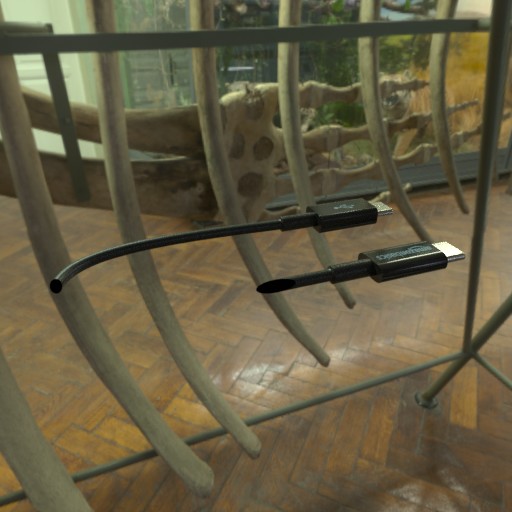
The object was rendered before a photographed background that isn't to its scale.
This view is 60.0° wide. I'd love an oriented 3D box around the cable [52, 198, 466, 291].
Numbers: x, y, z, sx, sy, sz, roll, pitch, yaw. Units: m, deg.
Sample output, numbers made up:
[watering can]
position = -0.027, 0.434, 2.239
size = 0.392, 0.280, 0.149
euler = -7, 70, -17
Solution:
[cable]
position = 0.000, 0.000, 0.112
size = 0.098, 0.006, 0.040
euler = -10, 31, -18
